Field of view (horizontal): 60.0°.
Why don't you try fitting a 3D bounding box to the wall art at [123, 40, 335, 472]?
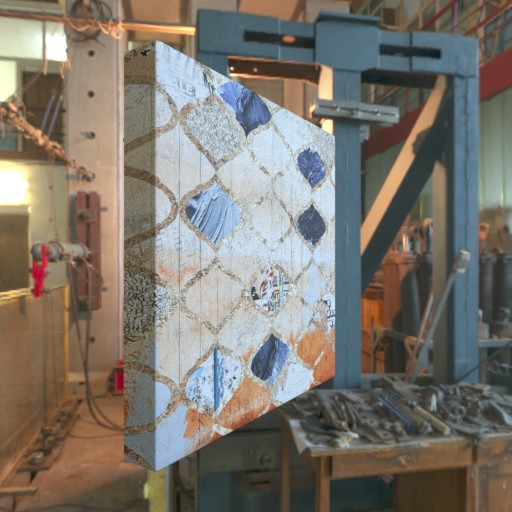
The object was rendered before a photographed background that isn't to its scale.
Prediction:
[{"bbox_3d":[0.000,0.000,0.444,0.036,0.304,0.303,0,0,34],"label":"wall art"}]
